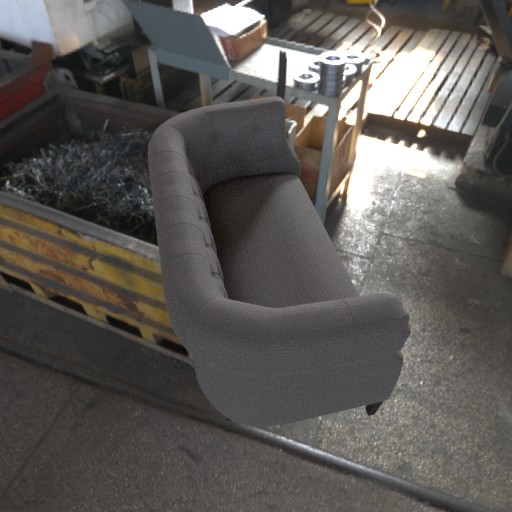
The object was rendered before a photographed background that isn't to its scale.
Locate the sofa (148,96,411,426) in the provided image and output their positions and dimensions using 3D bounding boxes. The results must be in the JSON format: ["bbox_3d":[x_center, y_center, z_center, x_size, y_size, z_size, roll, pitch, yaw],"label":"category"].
[{"bbox_3d":[0.000,0.000,2.073,0.835,0.827,1.558,-10,47,-9],"label":"sofa"}]
